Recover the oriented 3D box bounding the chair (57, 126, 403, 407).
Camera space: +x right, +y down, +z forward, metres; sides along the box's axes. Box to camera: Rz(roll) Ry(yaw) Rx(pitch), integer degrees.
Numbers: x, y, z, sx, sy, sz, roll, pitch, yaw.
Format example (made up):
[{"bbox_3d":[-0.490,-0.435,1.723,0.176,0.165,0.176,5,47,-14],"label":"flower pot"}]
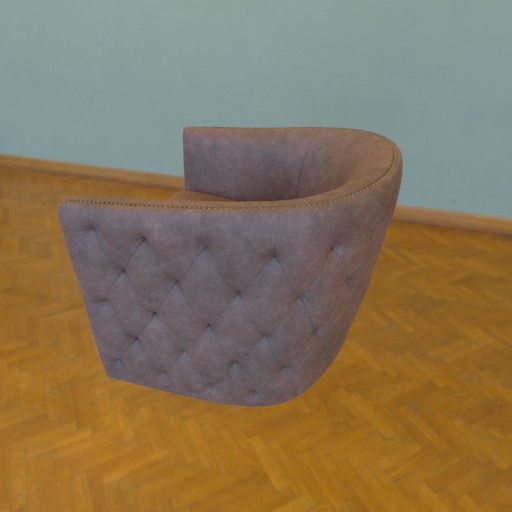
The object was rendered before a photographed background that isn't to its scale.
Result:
[{"bbox_3d":[0.000,0.000,1.546,0.870,0.790,0.850,9,32,15],"label":"chair"}]
